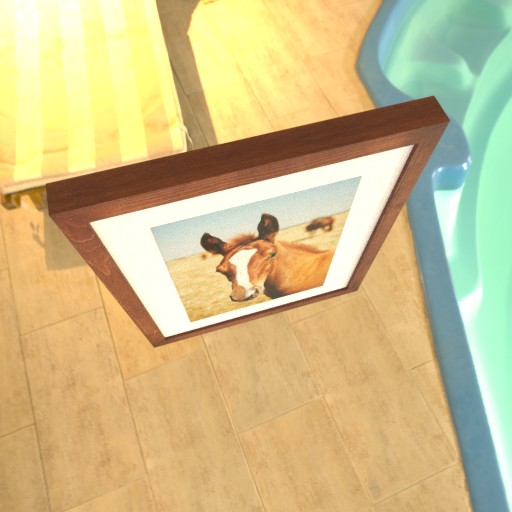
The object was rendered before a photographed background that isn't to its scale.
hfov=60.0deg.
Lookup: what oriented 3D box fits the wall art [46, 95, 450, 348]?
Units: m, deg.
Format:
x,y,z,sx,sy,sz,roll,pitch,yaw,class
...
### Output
x,y,z,sx,sy,sz,roll,pitch,yaw,class
0.000,0.000,0.527,0.330,0.381,0.030,-15,65,-7,wall art
